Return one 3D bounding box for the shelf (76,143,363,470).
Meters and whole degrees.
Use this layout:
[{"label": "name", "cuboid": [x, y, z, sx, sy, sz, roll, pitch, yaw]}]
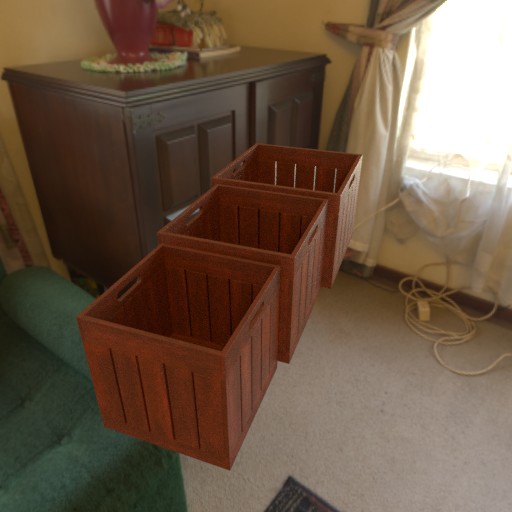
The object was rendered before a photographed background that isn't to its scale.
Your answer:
[{"label": "shelf", "cuboid": [0.000, 0.000, 1.243, 0.393, 0.311, 1.064, 11, 32, 17]}]
